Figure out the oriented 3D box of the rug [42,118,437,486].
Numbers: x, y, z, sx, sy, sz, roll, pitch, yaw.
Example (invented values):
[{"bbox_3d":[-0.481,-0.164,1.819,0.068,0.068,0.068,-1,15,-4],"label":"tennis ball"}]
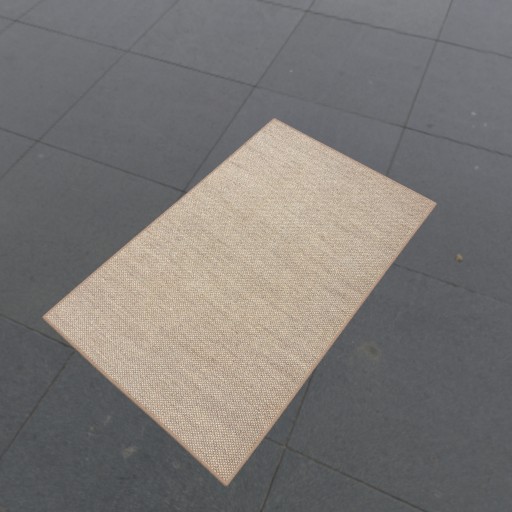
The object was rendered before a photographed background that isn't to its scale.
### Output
[{"bbox_3d":[0.000,0.000,2.103,1.061,0.012,1.668,34,63,20],"label":"rug"}]
